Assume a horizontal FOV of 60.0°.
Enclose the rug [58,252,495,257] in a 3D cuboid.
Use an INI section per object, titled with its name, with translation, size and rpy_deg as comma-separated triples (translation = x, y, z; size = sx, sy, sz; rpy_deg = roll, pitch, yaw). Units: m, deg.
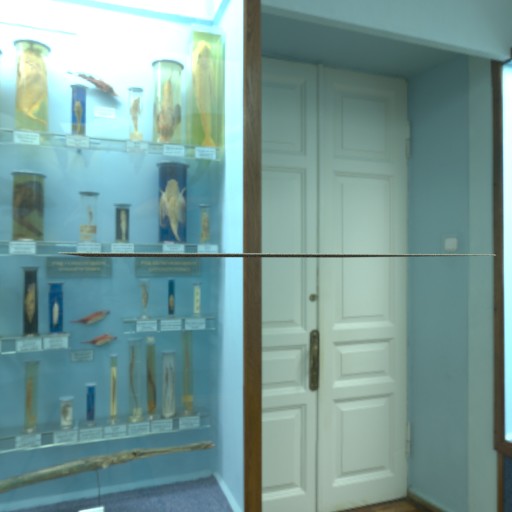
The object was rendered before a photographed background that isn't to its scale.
[rug]
translation = 0.000, 0.000, 4.047
size = 3.045, 0.008, 2.421
rpy_deg = 0, -1, -18
